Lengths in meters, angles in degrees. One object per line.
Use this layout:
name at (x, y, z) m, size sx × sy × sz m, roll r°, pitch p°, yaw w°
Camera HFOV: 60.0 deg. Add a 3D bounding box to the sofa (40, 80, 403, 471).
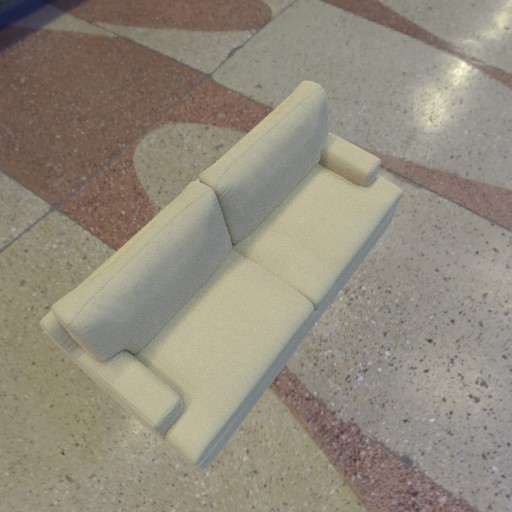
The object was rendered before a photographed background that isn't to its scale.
sofa at (0.000, 0.000, 2.596) m, size 0.929 × 0.925 × 2.147 m, roll 33°, pitch 64°, yaw 19°
